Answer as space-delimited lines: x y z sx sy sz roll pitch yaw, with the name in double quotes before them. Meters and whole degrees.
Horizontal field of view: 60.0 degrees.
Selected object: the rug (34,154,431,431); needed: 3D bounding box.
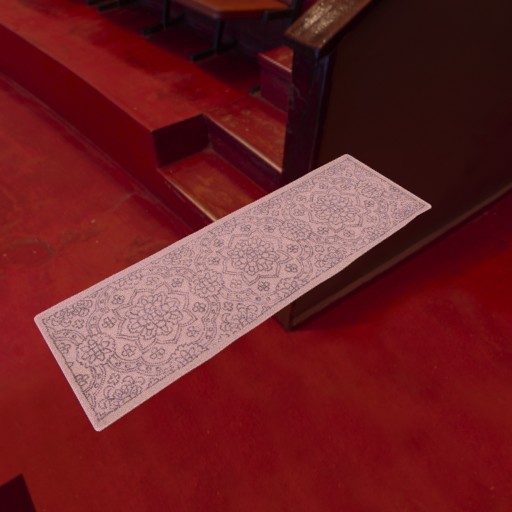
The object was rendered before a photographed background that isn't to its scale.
"rug" 0.000 0.000 2.685 2.431 0.006 0.806 -31 54 -25
